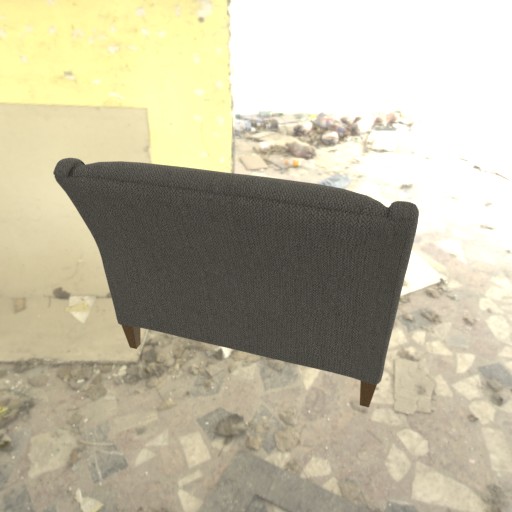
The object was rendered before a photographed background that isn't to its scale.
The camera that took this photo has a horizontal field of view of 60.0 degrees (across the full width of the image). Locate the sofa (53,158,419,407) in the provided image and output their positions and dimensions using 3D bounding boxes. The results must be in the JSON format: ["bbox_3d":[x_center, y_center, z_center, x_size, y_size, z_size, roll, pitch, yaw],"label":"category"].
[{"bbox_3d":[0.000,0.000,1.972,1.242,1.022,0.873,10,33,16],"label":"sofa"}]
